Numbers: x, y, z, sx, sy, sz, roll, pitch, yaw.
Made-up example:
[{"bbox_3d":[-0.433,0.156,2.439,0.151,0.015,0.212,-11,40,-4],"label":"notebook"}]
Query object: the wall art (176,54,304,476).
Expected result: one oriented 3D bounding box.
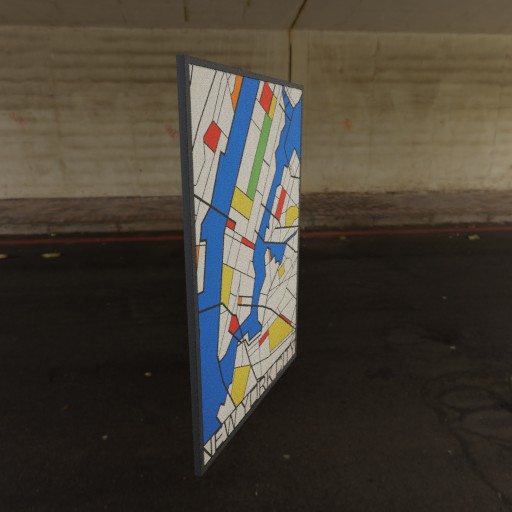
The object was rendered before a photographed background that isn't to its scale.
[{"bbox_3d":[0.000,0.000,0.860,0.013,0.657,0.457,7,17,24],"label":"wall art"}]
